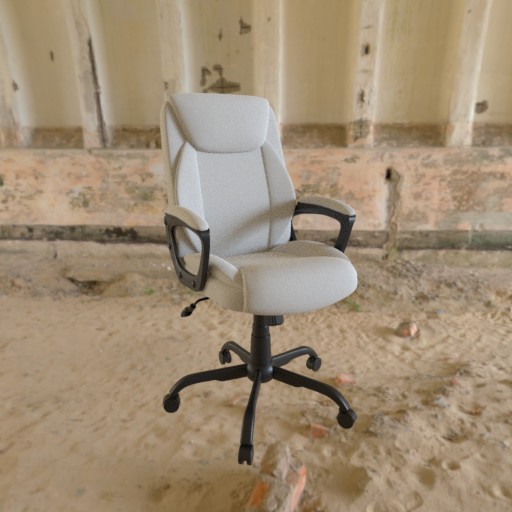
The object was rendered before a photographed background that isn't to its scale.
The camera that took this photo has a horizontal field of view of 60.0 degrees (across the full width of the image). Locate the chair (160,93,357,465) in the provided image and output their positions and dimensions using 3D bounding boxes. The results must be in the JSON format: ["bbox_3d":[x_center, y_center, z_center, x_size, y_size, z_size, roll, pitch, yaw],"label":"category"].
[{"bbox_3d":[0.000,0.000,1.484,0.663,1.065,0.669,-8,17,-27],"label":"chair"}]
